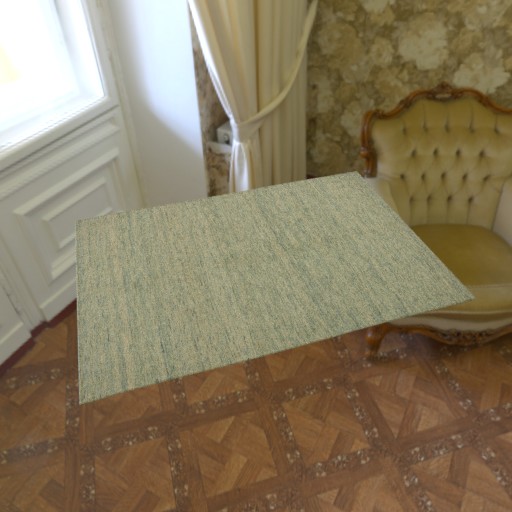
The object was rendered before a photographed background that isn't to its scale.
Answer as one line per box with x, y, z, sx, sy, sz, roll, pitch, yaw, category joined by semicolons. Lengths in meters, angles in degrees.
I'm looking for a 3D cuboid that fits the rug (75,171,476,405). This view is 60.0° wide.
0.000;0.000;2.949;2.283;0.013;1.547;-12;43;-13;rug
